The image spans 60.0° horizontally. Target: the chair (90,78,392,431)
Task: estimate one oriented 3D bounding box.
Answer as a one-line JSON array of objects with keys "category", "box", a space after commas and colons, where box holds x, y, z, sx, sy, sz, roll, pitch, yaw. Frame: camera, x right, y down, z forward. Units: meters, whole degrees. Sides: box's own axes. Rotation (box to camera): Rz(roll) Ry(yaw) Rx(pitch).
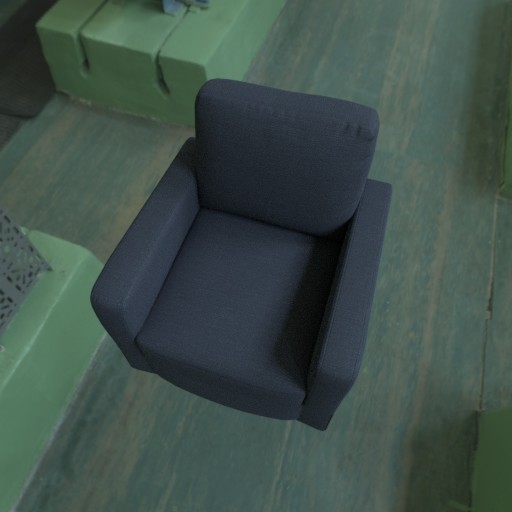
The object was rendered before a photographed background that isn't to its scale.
[{"category": "chair", "box": [0.000, 0.000, 1.516, 0.798, 0.855, 0.863, 15, 61, 9]}]
